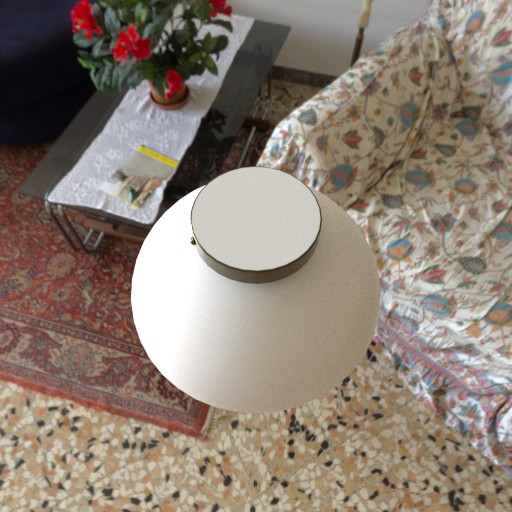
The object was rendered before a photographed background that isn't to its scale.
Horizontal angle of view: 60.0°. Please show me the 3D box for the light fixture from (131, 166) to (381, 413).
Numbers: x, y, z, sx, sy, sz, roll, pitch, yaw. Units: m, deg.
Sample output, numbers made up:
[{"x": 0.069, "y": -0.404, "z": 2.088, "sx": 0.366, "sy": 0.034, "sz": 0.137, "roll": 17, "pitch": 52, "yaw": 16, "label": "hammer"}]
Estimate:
[{"x": 0.000, "y": 0.000, "z": 0.574, "sx": 0.355, "sy": 0.177, "sz": 0.355, "roll": 0, "pitch": 58, "yaw": 0, "label": "light fixture"}]
